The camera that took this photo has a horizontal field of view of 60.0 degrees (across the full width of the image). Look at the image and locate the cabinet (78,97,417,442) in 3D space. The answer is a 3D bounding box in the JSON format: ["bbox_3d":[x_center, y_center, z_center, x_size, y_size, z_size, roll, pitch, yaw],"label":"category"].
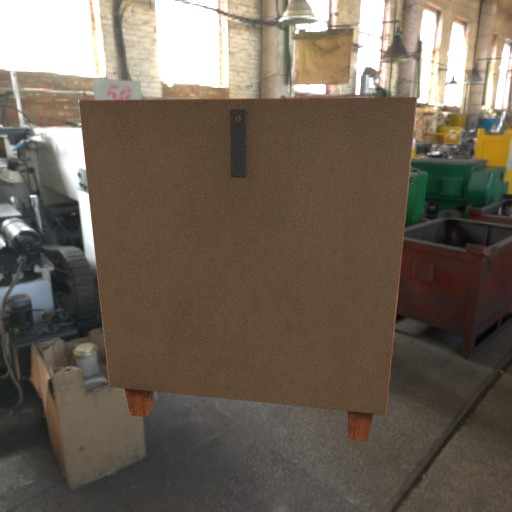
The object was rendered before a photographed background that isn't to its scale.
[{"bbox_3d":[0.000,0.000,1.067,0.607,0.695,0.410,3,17,9],"label":"cabinet"}]
